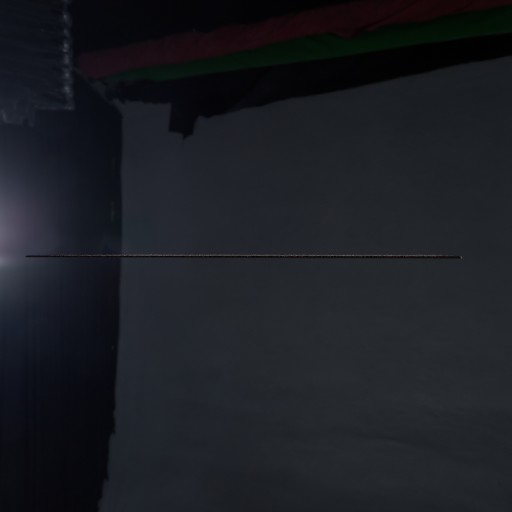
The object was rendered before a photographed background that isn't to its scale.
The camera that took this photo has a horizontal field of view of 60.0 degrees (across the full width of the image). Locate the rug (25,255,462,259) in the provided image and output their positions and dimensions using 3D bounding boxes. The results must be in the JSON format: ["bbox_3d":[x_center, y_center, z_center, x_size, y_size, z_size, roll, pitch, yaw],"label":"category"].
[{"bbox_3d":[0.000,0.000,2.900,2.286,0.011,1.524,0,0,18],"label":"rug"}]
